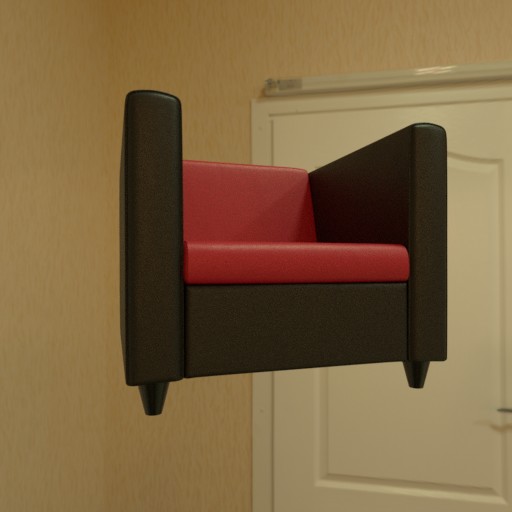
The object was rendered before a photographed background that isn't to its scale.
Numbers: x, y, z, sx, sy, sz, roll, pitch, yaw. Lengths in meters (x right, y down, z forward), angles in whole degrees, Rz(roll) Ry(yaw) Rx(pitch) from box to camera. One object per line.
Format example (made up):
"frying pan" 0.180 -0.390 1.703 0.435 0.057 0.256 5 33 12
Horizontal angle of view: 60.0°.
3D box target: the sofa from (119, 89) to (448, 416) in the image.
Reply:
"sofa" 0.000 0.000 1.434 0.839 0.724 0.809 0 -1 -18
